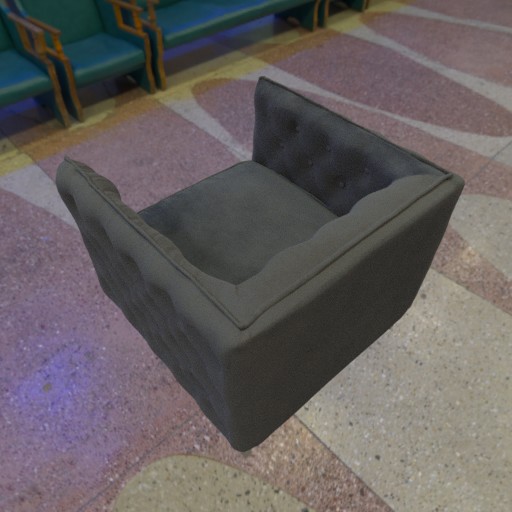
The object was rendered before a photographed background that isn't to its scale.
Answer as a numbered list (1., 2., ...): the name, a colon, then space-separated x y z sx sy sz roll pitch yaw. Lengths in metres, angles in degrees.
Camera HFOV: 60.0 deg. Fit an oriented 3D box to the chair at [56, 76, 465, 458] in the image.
1. chair: 0.000 0.000 1.606 0.946 0.807 0.913 -33 55 -27
